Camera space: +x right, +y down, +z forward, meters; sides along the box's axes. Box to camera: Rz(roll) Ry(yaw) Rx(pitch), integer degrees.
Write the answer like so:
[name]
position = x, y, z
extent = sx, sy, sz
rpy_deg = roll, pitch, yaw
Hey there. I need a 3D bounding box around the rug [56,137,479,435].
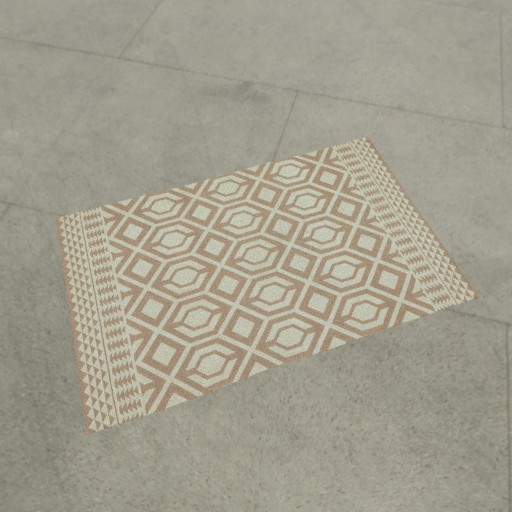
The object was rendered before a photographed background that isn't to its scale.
[rug]
position = 0.000, 0.000, 2.936
extent = 2.435, 0.011, 1.526
rpy_deg = -17, 59, -10
